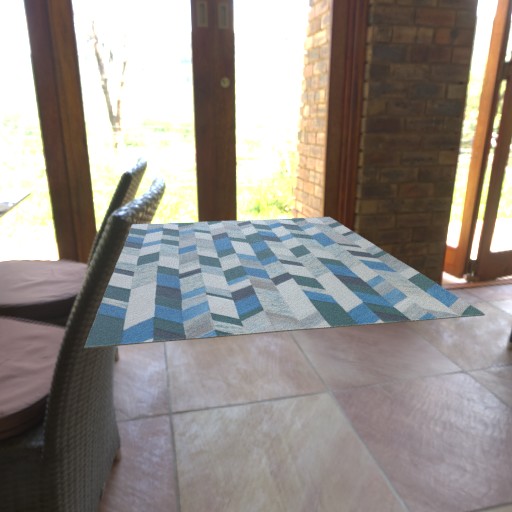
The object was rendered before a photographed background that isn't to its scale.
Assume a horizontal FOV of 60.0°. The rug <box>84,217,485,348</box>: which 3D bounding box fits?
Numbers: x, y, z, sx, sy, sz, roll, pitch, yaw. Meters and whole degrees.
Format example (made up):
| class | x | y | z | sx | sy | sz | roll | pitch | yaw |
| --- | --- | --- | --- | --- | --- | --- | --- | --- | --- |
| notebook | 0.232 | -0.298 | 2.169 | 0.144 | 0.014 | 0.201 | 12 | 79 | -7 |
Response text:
| class | x | y | z | sx | sy | sz | roll | pitch | yaw |
| --- | --- | --- | --- | --- | --- | --- | --- | --- | --- |
| rug | 0.000 | 0.000 | 4.017 | 2.440 | 0.008 | 3.036 | -3 | 17 | -10 |
